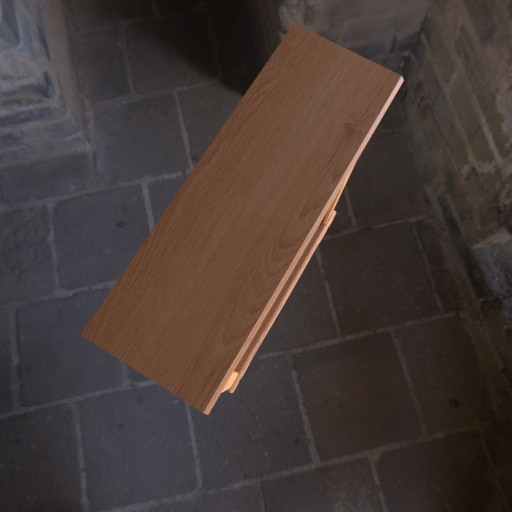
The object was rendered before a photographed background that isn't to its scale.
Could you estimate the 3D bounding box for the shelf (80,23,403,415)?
[{"bbox_3d":[0.000,0.000,1.403,0.291,0.980,0.840,30,77,8],"label":"shelf"}]
